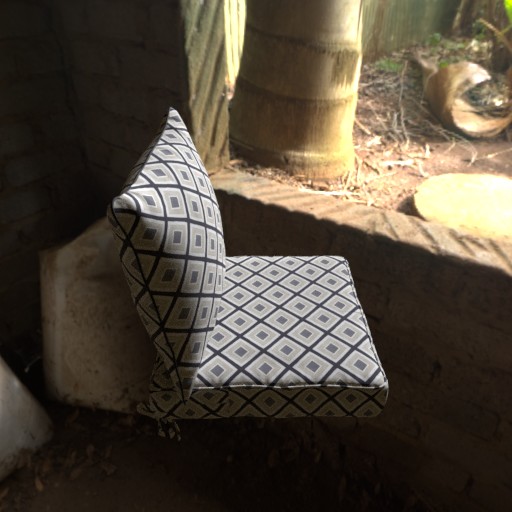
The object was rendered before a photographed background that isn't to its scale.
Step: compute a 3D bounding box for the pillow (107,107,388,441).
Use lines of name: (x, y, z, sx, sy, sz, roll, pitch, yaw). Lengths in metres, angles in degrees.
pillow: (0.000, 0.000, 1.361, 0.733, 0.722, 0.798, 0, 32, 0)
